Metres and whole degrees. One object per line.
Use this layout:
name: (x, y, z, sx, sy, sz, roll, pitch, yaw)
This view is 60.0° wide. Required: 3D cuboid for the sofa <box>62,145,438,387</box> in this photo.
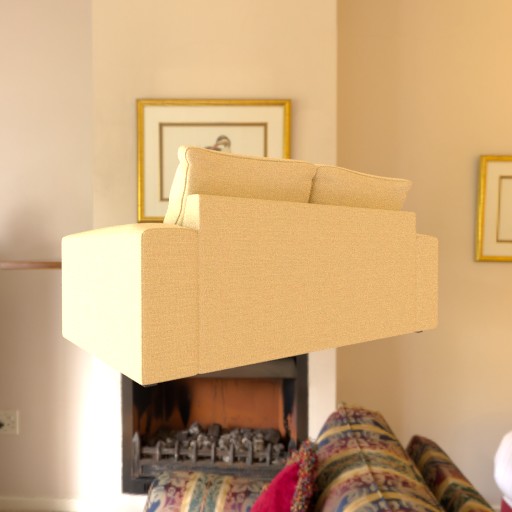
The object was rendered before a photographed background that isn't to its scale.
sofa: (0.000, 0.000, 2.393, 1.754, 0.875, 1.091, -1, 1, -37)
